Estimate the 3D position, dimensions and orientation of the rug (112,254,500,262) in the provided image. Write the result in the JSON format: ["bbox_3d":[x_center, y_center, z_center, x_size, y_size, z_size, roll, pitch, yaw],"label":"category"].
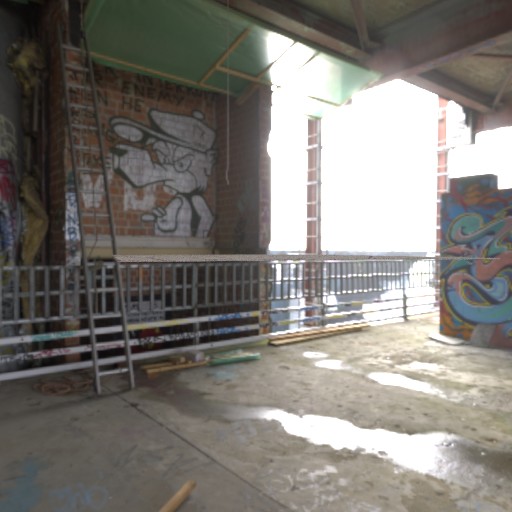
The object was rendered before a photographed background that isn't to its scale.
[{"bbox_3d":[0.000,0.000,4.024,2.468,0.022,3.061,0,1,-18],"label":"rug"}]
